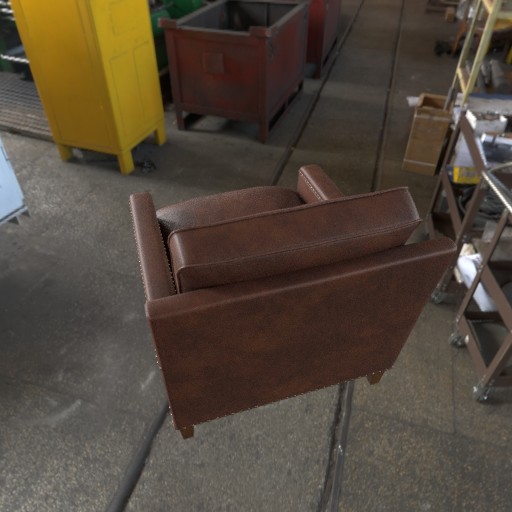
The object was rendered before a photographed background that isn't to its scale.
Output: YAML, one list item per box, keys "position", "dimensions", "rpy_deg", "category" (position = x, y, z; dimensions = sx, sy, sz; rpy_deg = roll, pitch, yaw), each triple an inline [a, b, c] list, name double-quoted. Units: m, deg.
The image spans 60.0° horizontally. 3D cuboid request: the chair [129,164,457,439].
- position: [0.000, 0.000, 1.691]
  dimensions: [0.853, 0.929, 1.014]
  rpy_deg: [-12, 42, -13]
  category: "chair"
